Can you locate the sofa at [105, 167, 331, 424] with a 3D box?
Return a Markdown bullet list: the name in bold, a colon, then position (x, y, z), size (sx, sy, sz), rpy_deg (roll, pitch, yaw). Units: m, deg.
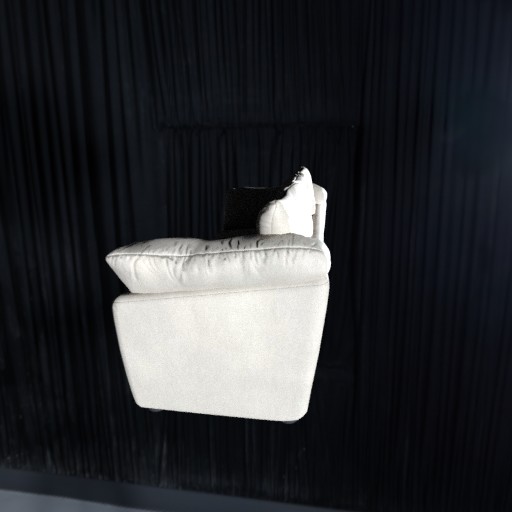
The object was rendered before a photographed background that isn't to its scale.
- **sofa**: position (0.000, 0.000, 2.802), size (0.878, 0.996, 2.334), rpy_deg (2, 15, 8)
